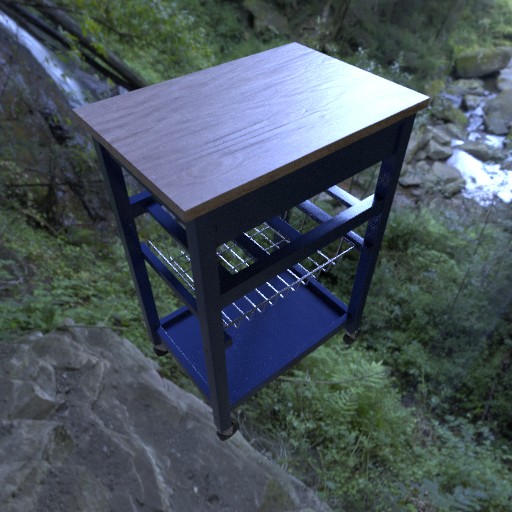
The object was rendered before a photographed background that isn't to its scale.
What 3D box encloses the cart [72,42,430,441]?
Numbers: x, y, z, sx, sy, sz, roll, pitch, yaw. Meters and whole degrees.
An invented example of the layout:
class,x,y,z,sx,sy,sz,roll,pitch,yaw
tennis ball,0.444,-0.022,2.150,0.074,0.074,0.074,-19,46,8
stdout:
class,x,y,z,sx,sy,sz,roll,pitch,yaw
cart,0.000,0.000,1.157,0.584,0.839,0.403,-29,52,-27
